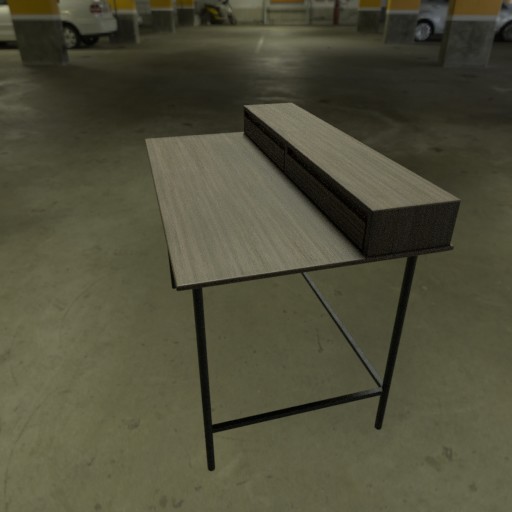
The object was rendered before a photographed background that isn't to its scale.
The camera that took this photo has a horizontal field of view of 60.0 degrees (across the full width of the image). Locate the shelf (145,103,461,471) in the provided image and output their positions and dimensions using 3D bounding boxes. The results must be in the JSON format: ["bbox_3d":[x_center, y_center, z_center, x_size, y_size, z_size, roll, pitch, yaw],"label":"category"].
[{"bbox_3d":[0.000,0.000,1.682,0.685,0.865,1.212,-8,31,-13],"label":"shelf"}]
